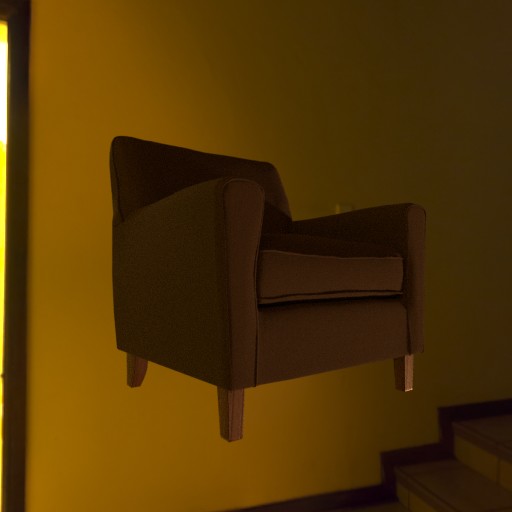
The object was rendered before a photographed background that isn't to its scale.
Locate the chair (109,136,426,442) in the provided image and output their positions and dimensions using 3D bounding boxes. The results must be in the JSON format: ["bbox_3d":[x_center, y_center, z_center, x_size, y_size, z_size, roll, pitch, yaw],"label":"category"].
[{"bbox_3d":[0.000,0.000,1.579,0.836,0.911,0.831,1,-2,-37],"label":"chair"}]
